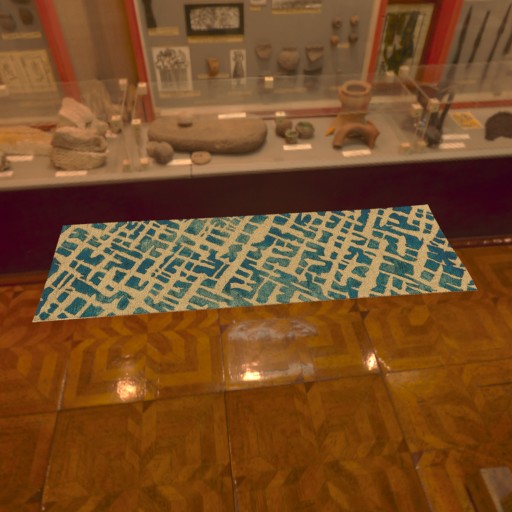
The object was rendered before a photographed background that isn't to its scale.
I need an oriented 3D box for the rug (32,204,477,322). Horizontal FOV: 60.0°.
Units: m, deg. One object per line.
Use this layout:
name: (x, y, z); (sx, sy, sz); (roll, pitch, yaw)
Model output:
rug: (0.000, 0.000, 2.690); (2.446, 0.011, 0.768); (-4, 46, -4)
